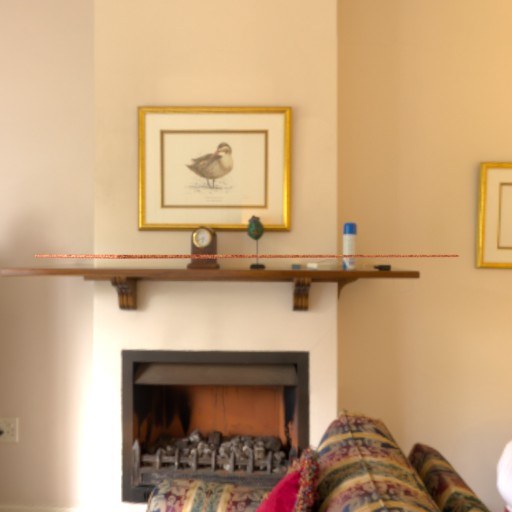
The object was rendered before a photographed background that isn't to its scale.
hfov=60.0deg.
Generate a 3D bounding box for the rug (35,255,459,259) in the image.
[{"bbox_3d":[0.000,0.000,2.993,2.438,0.015,1.524,0,0,-37],"label":"rug"}]
